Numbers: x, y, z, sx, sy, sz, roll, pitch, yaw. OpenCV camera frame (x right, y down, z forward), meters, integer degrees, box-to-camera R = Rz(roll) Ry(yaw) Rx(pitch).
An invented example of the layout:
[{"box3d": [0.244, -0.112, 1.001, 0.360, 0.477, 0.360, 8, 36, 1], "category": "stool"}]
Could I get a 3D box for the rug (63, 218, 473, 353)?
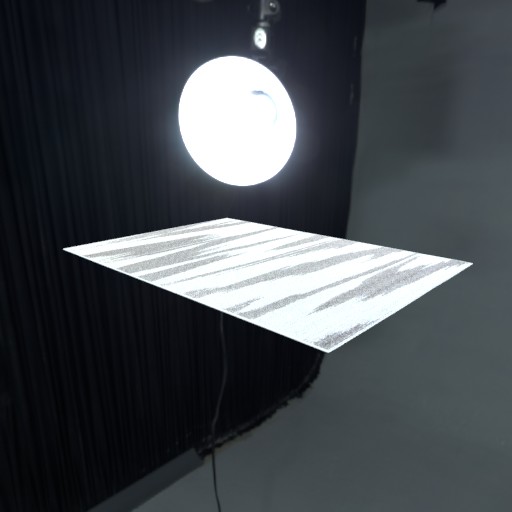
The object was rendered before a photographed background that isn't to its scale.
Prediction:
[{"box3d": [0.000, 0.000, 2.825, 2.142, 0.010, 1.533, 14, 21, 41], "category": "rug"}]
